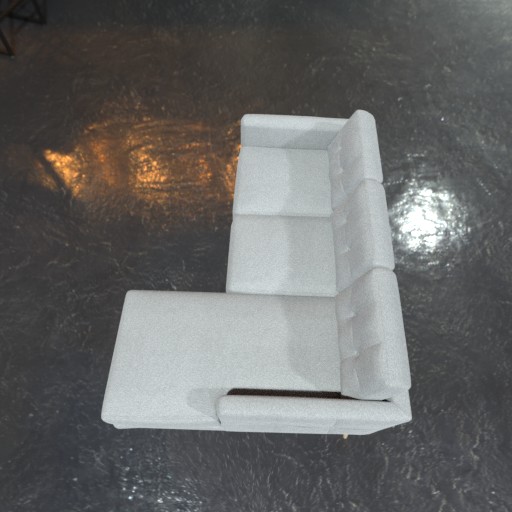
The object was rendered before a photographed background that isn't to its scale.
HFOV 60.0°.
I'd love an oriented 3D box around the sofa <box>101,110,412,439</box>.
[{"bbox_3d":[0.000,0.000,2.761,1.530,0.860,2.040,2,59,1],"label":"sofa"}]
